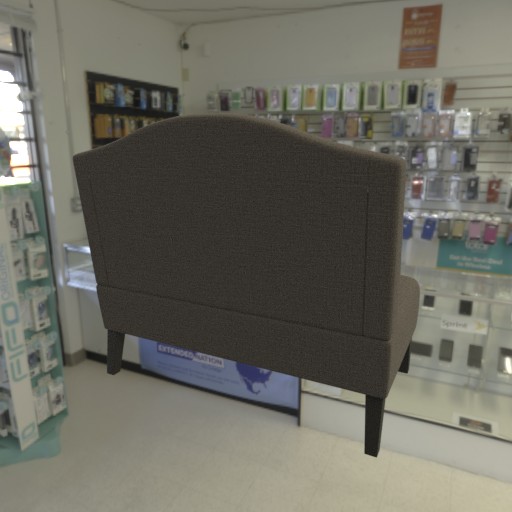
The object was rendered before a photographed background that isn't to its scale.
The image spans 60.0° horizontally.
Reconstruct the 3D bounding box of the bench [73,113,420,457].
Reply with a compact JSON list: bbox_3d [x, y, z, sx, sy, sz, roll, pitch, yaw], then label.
[{"bbox_3d":[0.000,0.000,1.988,1.335,1.180,0.815,7,16,26],"label":"bench"}]
